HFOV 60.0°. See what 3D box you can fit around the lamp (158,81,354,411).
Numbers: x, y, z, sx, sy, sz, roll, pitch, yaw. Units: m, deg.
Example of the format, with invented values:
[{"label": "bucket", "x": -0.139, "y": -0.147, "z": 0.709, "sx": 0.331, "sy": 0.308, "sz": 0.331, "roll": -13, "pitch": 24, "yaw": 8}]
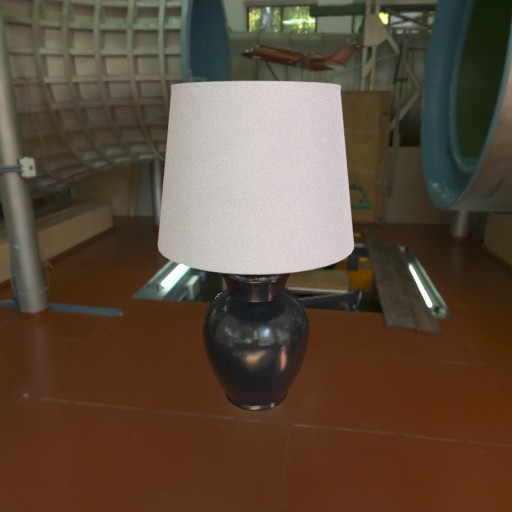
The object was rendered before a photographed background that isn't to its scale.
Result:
[{"label": "lamp", "x": 0.000, "y": 0.000, "z": 0.559, "sx": 0.239, "sy": 0.399, "sz": 0.239, "roll": 0, "pitch": 18, "yaw": 0}]
